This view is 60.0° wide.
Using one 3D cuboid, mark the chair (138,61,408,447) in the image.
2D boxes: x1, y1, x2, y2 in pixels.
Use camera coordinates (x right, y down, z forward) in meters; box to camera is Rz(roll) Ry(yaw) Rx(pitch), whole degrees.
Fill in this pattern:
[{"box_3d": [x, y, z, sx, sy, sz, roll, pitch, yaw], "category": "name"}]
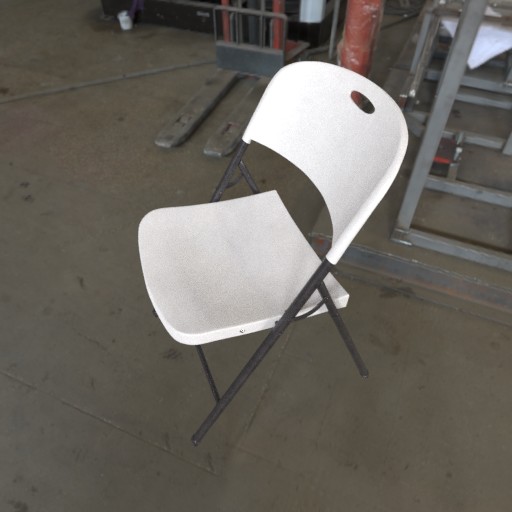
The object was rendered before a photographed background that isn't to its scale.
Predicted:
[{"box_3d": [0.000, 0.000, 1.138, 0.566, 0.810, 0.494, -16, 49, -15], "category": "chair"}]
